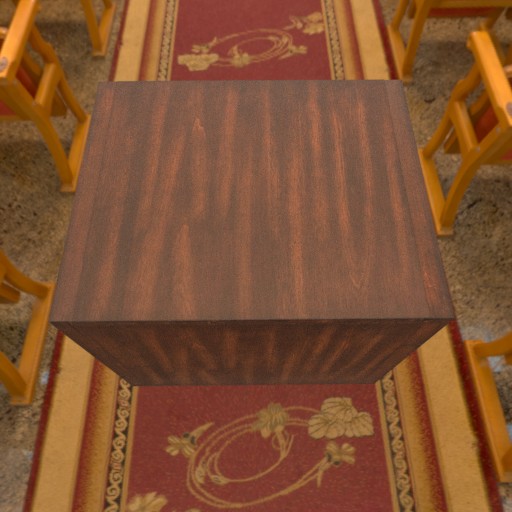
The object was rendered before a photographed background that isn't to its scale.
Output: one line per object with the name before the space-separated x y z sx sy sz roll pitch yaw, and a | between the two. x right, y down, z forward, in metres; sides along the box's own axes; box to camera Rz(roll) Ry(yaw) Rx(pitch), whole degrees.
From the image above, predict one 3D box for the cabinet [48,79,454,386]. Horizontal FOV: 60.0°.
cabinet | 0.000 0.000 0.823 0.500 0.455 0.402 0 63 0
